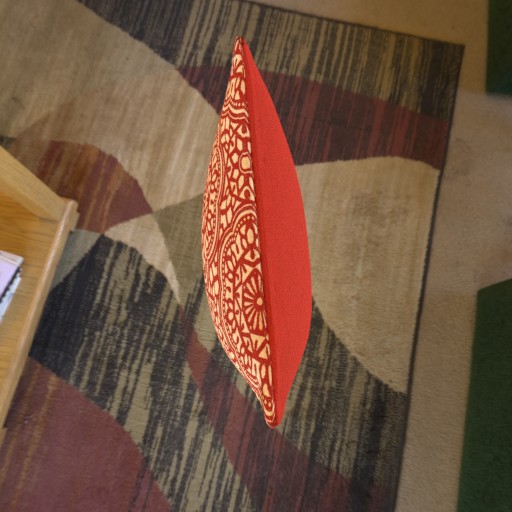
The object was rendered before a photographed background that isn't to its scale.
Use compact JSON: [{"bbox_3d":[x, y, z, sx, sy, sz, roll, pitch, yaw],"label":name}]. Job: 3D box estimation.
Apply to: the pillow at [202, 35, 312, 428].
[{"bbox_3d":[0.000,0.000,0.668,0.162,0.419,0.438,-5,76,-1],"label":"pillow"}]
